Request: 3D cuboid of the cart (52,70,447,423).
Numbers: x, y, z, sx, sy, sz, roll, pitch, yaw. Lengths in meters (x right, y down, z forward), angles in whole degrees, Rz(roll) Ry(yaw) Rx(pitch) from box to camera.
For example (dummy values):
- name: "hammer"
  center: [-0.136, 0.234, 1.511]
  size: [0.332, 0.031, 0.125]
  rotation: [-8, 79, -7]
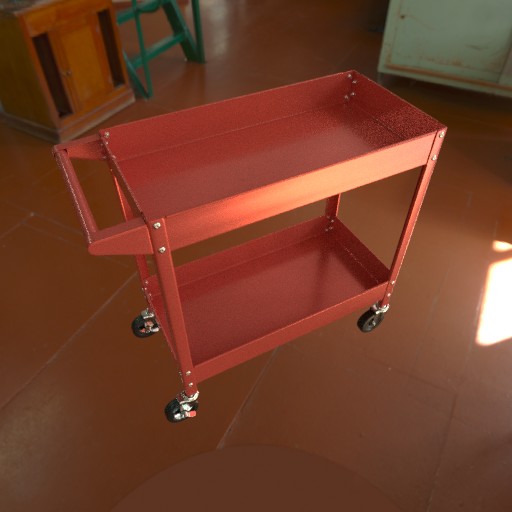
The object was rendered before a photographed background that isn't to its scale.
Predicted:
- name: "cart"
  center: [0.000, 0.000, 1.180]
  size: [0.779, 0.719, 0.366]
  rotation: [-20, 49, -19]
